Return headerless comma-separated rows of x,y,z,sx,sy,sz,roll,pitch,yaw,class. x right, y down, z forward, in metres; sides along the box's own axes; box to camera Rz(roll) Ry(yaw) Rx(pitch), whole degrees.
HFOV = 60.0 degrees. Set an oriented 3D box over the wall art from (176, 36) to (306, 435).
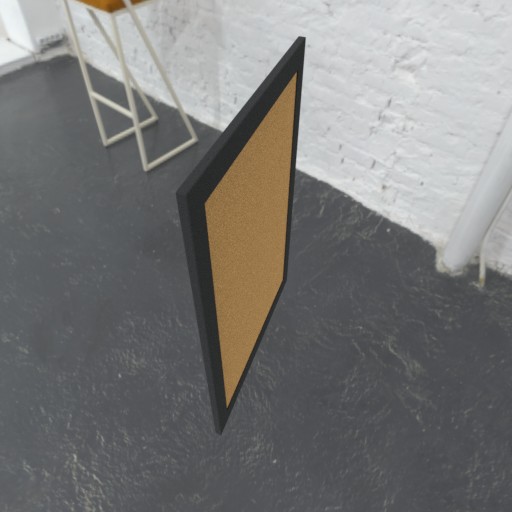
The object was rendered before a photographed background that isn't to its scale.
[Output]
0.000,0.000,0.695,0.012,0.529,0.374,15,48,14,wall art
